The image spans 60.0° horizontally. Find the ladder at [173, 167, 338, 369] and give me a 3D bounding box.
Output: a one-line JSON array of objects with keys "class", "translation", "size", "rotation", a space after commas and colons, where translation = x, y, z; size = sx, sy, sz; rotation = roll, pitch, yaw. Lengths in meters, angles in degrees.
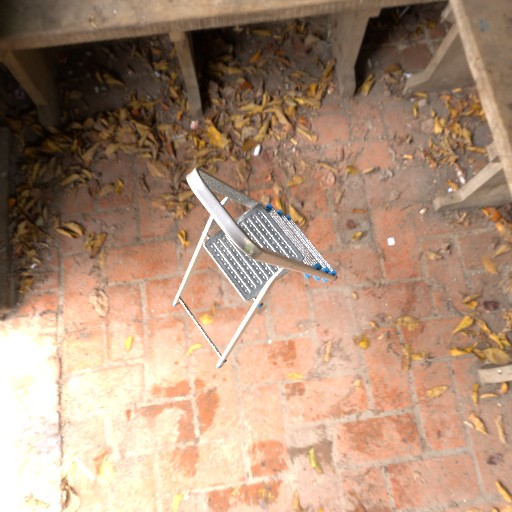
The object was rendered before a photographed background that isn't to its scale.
[{"class": "ladder", "translation": [0.000, 0.000, 1.813], "size": [0.842, 1.434, 0.445], "rotation": [-36, 77, -9]}]
